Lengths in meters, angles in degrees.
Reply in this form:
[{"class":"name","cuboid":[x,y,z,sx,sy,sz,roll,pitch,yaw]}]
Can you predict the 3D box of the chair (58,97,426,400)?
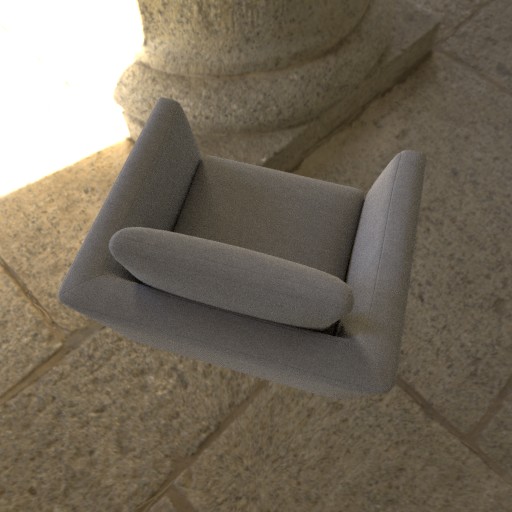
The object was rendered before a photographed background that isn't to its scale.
[{"class":"chair","cuboid":[0.000,0.000,1.684,1.041,0.864,0.889,14,64,7]}]
